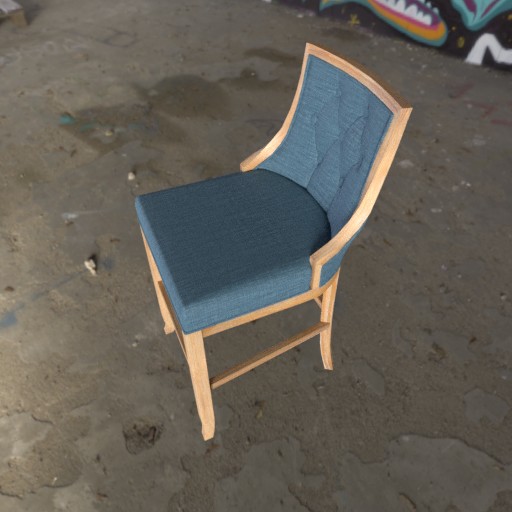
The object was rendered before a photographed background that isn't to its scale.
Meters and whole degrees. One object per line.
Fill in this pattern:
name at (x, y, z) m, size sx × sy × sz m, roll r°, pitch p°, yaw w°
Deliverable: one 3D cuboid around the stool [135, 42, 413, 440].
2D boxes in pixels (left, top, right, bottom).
stool at (0.000, 0.000, 1.424) m, size 0.626 × 1.101 × 0.524 m, roll -18°, pitch 48°, yaw -17°
